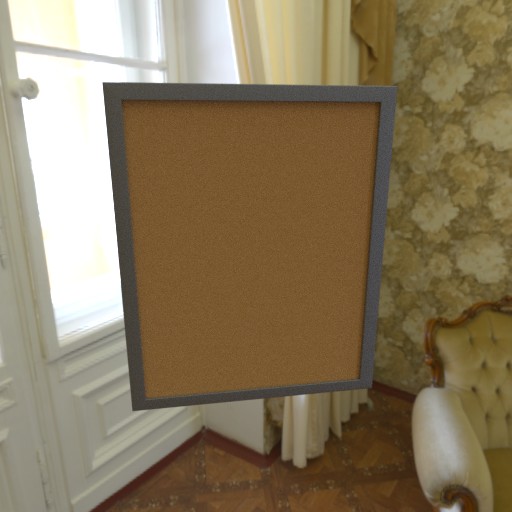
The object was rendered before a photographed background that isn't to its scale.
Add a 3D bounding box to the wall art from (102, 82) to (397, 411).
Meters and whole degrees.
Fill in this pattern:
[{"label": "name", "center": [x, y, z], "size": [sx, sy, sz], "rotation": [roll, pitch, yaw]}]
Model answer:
[{"label": "wall art", "center": [0.000, 0.000, 0.772], "size": [0.458, 0.558, 0.029], "rotation": [-3, 17, -9]}]
